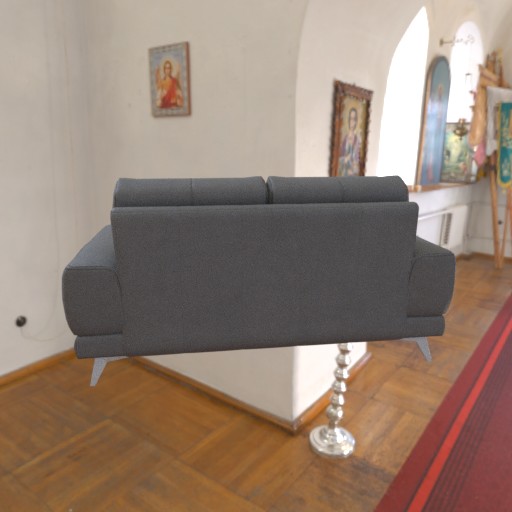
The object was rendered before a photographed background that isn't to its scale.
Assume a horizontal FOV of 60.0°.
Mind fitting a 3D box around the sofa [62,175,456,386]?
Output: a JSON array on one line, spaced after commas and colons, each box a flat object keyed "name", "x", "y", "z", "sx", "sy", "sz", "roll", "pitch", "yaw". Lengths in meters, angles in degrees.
[{"name": "sofa", "x": 0.000, "y": 0.000, "z": 2.432, "sx": 1.806, "sy": 0.907, "sz": 1.018, "roll": -2, "pitch": 14, "yaw": -8}]
